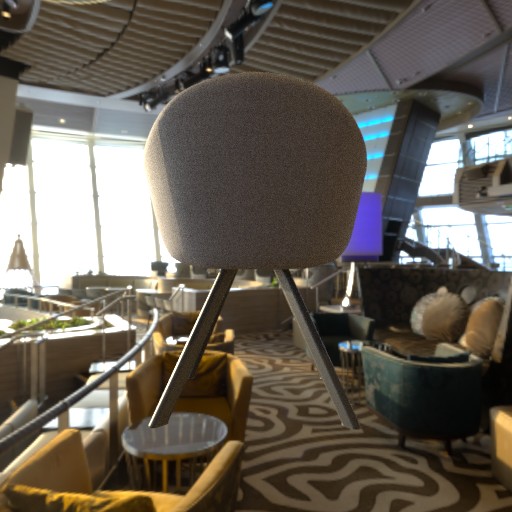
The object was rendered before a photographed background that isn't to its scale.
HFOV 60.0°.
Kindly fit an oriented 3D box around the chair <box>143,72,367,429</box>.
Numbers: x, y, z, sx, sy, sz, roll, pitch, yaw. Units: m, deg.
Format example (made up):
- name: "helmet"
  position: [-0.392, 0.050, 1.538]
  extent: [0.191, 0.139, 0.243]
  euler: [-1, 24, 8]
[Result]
- name: "chair"
  position: [0.000, 0.000, 1.200]
  extent: [0.590, 0.795, 0.550]
  euler: [0, 0, 1]
